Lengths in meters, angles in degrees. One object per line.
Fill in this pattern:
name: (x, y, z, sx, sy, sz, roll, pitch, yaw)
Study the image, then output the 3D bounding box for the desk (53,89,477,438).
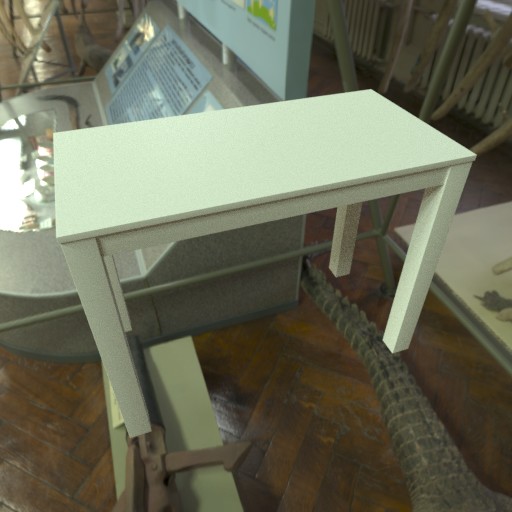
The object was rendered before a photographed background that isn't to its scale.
desk: (0.000, 0.000, 1.397, 0.990, 0.762, 0.497, -13, 42, -15)
